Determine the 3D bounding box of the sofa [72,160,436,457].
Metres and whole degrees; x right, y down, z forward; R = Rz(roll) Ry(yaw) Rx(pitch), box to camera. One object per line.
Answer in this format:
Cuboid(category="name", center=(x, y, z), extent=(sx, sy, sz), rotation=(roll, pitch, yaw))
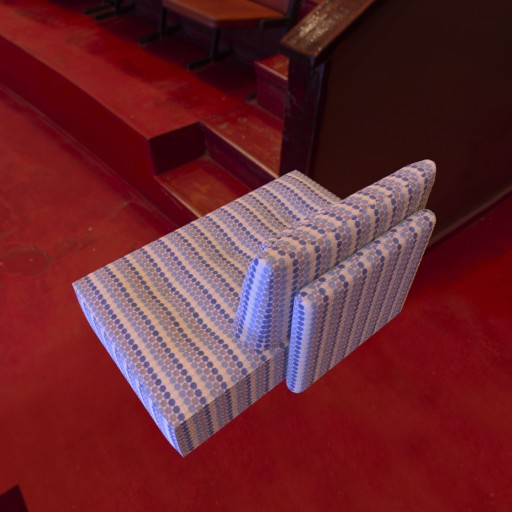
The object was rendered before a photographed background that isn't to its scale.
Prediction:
Cuboid(category="sofa", center=(0.000, 0.000, 2.034), extent=(1.450, 0.820, 1.000), rotation=(-31, 54, -26))
